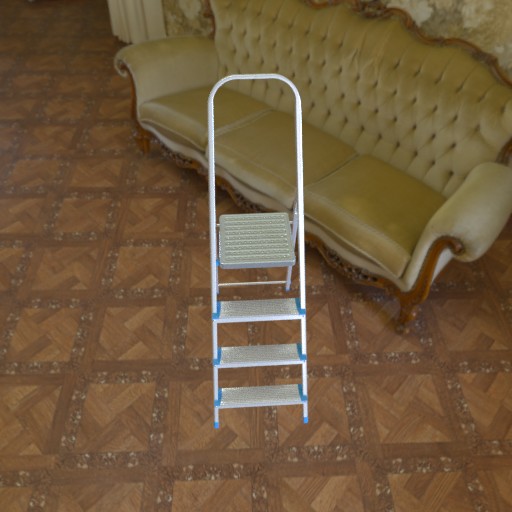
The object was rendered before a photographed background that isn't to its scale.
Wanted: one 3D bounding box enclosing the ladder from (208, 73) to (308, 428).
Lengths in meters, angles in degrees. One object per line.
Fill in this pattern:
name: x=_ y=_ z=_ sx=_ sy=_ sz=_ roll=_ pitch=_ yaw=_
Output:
ladder: x=0.000 y=0.000 z=1.849 sx=0.445 sy=1.434 sz=0.842 roll=-2 pitch=47 yaw=-2
